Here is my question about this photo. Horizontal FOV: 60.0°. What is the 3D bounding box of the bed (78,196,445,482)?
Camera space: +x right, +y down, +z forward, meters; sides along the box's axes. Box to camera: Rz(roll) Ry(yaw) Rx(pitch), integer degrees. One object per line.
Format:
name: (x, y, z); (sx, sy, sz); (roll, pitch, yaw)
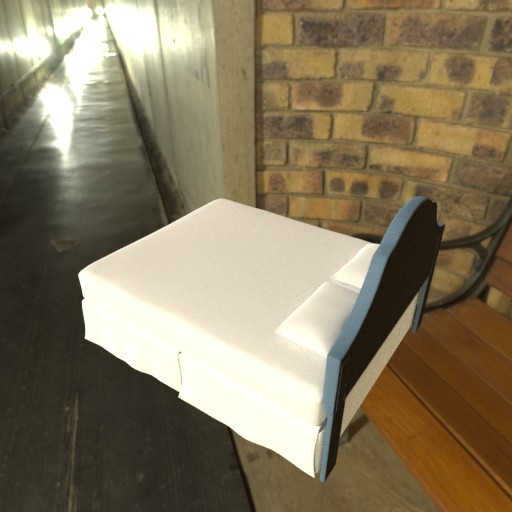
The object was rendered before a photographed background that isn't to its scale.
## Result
bed: (0.000, 0.000, 3.748); (2.477, 1.617, 2.039); (20, 37, 30)
